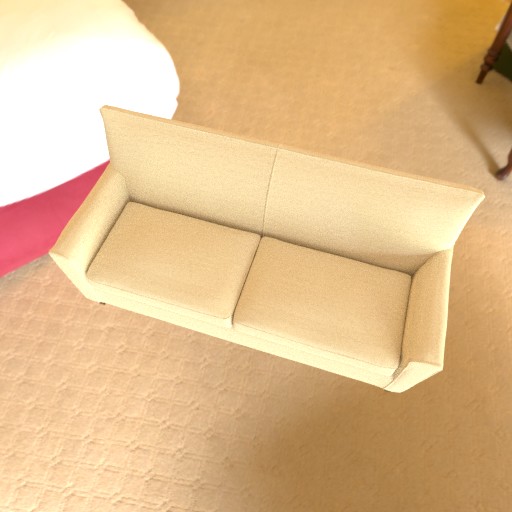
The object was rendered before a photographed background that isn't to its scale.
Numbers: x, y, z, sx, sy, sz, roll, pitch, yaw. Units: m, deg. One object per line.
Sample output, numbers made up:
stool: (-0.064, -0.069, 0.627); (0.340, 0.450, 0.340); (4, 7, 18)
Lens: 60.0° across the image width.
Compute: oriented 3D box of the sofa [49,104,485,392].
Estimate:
sofa: (0.000, 0.000, 2.412); (2.001, 0.907, 0.841); (15, 60, 9)
